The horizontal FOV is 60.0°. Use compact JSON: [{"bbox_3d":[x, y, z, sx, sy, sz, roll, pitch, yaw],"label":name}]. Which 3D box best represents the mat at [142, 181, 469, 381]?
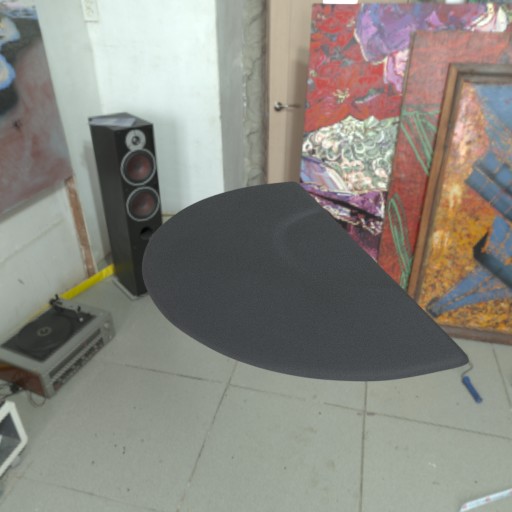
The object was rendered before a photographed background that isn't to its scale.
[{"bbox_3d":[0.000,0.000,1.825,0.917,0.016,1.525,-8,32,-13],"label":"mat"}]
